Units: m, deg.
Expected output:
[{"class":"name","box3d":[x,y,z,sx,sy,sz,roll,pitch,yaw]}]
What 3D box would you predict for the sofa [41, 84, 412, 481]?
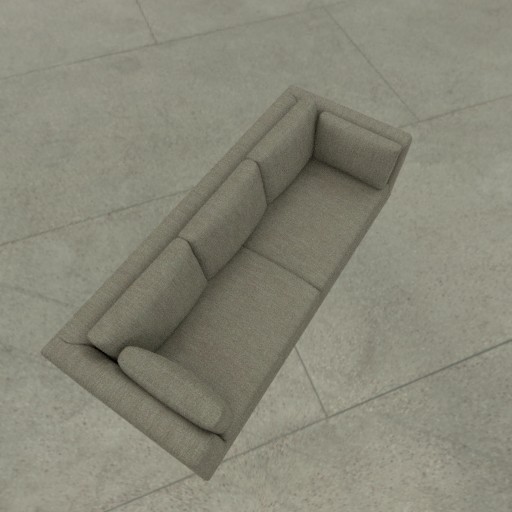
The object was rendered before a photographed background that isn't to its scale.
[{"class":"sofa","box3d":[0.000,0.000,2.828,0.969,0.867,2.415,29,63,17]}]
